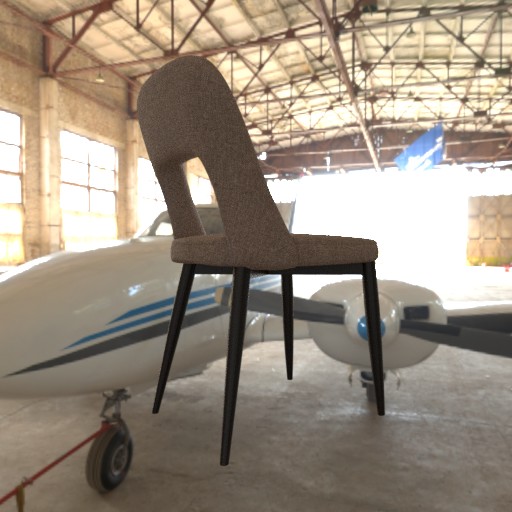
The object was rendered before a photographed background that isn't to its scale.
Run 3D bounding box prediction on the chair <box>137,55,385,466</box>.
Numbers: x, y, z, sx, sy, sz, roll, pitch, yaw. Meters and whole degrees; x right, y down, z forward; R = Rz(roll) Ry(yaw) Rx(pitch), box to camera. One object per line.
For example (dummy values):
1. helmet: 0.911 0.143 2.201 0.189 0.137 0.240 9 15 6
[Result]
1. chair: 0.000 0.000 1.267 0.612 0.931 0.470 -1 1 -35
